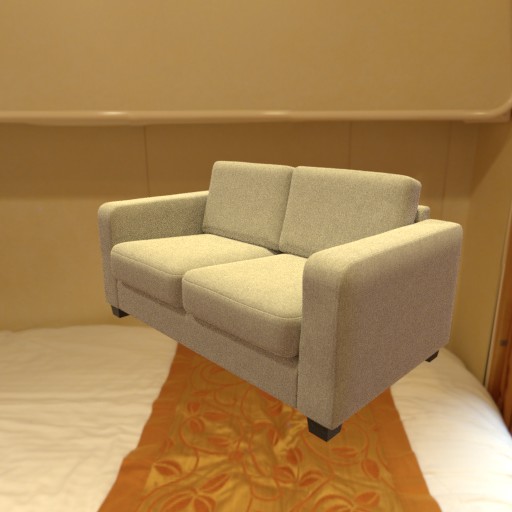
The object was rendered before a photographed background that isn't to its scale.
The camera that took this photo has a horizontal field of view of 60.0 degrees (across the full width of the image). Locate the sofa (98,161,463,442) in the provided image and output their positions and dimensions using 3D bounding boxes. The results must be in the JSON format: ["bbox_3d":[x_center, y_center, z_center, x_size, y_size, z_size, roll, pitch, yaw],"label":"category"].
[{"bbox_3d":[0.000,0.000,2.068,0.900,0.800,1.540,-15,22,-42],"label":"sofa"}]
